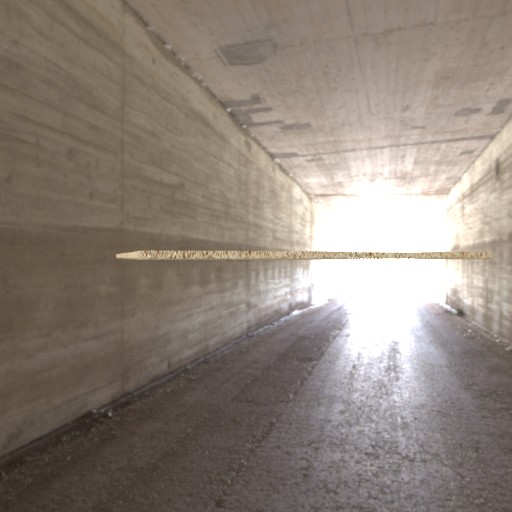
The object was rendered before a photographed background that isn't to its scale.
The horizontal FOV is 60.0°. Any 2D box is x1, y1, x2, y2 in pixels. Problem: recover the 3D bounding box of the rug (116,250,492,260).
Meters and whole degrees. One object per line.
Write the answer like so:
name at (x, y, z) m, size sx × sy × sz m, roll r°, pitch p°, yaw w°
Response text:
rug at (0.000, 0.000, 2.088) m, size 1.199 × 0.025 × 1.600 m, roll 0°, pitch 0°, yaw -20°
